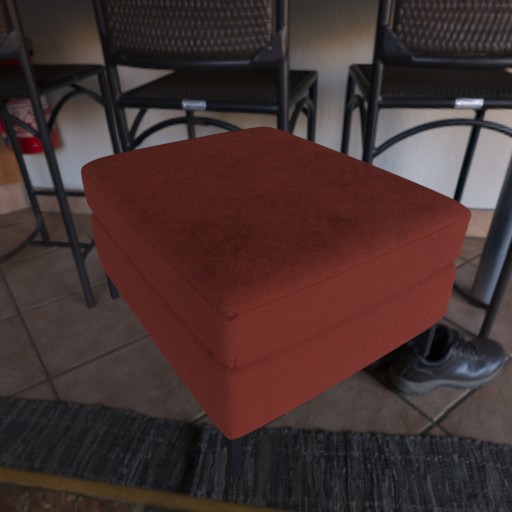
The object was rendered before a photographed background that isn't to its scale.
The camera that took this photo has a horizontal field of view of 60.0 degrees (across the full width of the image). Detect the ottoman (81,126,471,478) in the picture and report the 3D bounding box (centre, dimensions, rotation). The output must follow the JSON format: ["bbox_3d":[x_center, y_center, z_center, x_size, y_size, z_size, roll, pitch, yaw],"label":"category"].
[{"bbox_3d":[0.000,0.000,1.169,0.650,0.462,0.782,-20,37,-29],"label":"ottoman"}]
